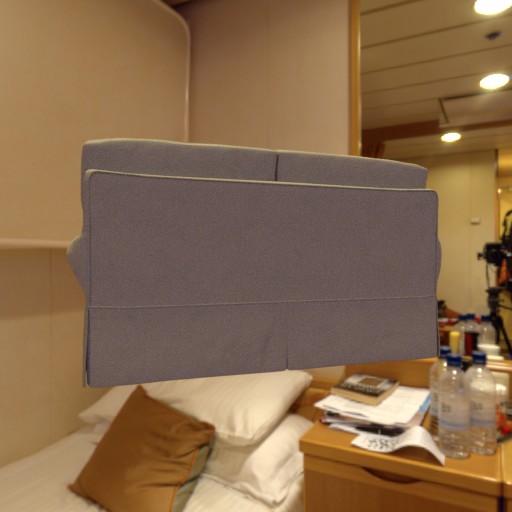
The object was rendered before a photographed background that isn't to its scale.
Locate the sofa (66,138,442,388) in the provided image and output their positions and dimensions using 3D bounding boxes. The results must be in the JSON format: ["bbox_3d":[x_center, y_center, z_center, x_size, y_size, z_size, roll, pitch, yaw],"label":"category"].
[{"bbox_3d":[0.000,0.000,2.342,1.823,1.024,0.841,0,0,-18],"label":"sofa"}]
